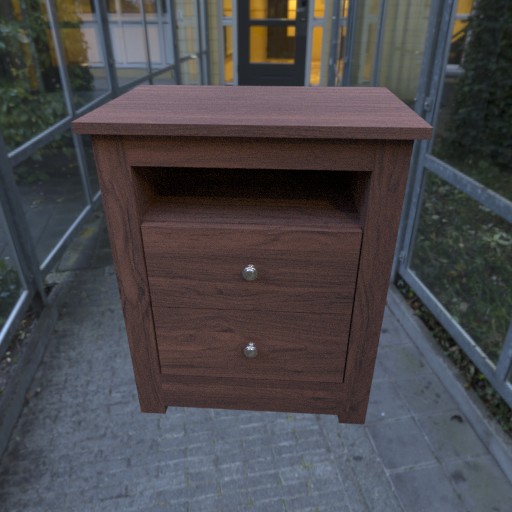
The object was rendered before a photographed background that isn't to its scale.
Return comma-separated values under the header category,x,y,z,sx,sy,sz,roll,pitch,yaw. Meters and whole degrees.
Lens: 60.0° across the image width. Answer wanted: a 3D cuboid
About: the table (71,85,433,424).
category,x,y,z,sx,sy,sz,roll,pitch,yaw
table,0.000,0.000,1.066,0.589,0.711,0.406,2,29,3
